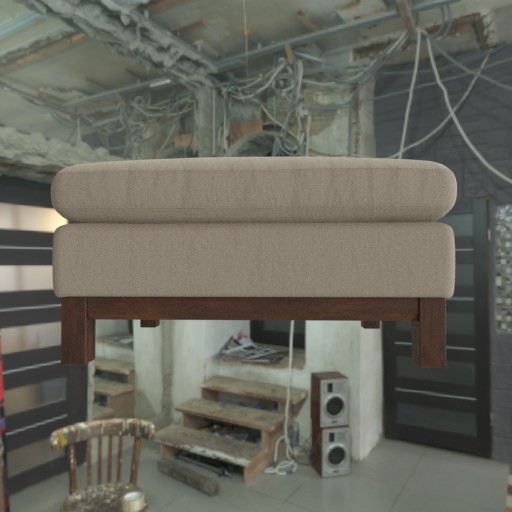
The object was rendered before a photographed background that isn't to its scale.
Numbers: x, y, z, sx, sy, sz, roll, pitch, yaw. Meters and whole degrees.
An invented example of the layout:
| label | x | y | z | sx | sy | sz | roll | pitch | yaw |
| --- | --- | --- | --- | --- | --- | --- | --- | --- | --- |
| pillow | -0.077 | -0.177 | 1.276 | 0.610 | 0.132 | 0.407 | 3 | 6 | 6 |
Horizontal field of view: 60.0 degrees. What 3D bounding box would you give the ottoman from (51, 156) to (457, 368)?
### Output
| label | x | y | z | sx | sy | sz | roll | pitch | yaw |
| --- | --- | --- | --- | --- | --- | --- | --- | --- | --- |
| ottoman | 0.000 | 0.000 | 1.096 | 0.771 | 0.420 | 0.606 | 0 | -1 | 2 |
